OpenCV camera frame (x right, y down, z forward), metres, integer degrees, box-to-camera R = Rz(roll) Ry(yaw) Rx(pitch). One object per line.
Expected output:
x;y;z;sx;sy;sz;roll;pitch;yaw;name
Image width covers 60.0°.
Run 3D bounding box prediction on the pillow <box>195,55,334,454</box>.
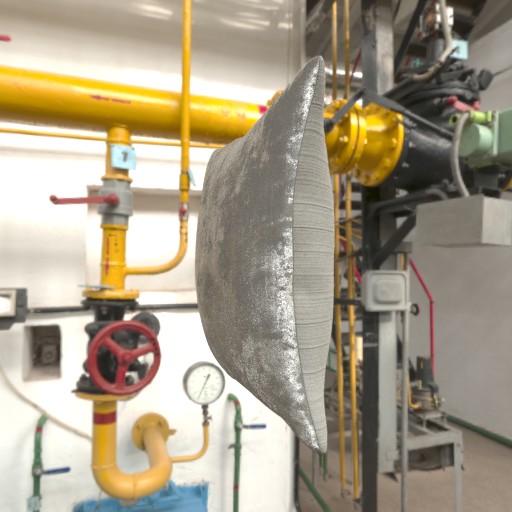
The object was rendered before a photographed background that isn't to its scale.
0.000;0.000;0.726;0.175;0.464;0.470;1;-2;-19;pillow
